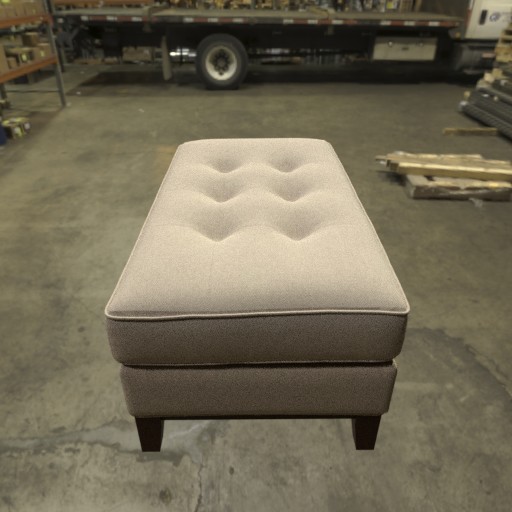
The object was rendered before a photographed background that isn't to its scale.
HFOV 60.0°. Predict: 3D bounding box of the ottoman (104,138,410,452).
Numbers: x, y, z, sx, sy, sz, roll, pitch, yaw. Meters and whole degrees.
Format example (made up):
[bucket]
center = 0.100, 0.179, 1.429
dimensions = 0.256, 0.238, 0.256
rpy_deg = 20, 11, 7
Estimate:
[ottoman]
center = 0.000, 0.000, 1.475
dimensions = 0.648, 0.508, 1.143
rpy_deg = 0, 32, 0
